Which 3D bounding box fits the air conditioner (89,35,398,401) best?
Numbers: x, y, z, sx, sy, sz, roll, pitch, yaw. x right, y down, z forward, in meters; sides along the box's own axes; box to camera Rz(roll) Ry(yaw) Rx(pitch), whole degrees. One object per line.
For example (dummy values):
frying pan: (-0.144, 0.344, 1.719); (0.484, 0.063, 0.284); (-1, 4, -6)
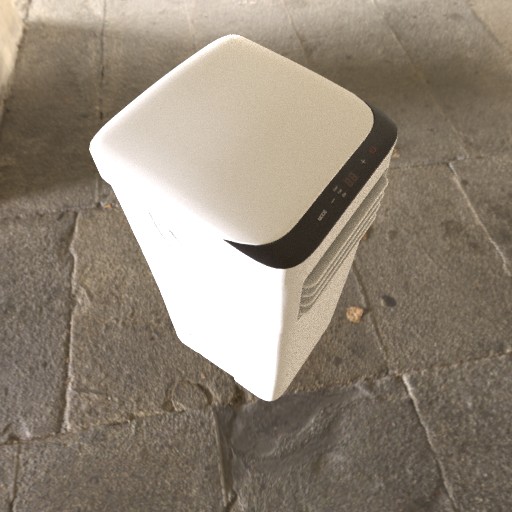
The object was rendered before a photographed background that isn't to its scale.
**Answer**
air conditioner: (0.000, 0.000, 0.931); (0.369, 0.716, 0.352); (30, 62, 18)
